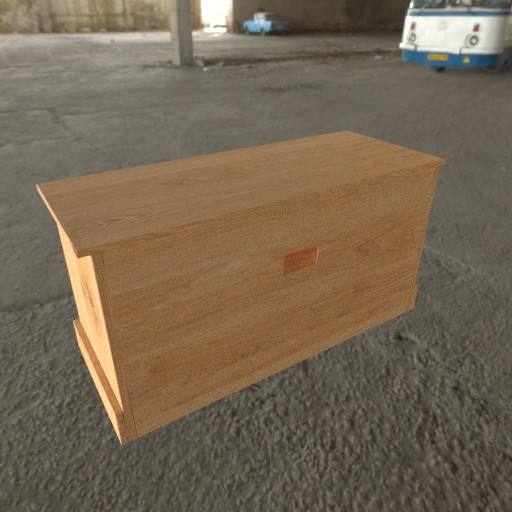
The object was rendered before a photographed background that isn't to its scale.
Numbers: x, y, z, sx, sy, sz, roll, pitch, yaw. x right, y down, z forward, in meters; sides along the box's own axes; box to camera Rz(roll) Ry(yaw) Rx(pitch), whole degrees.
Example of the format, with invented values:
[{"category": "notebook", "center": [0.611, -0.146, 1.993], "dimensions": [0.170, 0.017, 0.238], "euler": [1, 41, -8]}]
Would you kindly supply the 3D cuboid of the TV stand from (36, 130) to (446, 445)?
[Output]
[{"category": "TV stand", "center": [0.000, 0.000, 1.378], "dimensions": [1.080, 0.550, 0.440], "euler": [-17, 33, -28]}]
